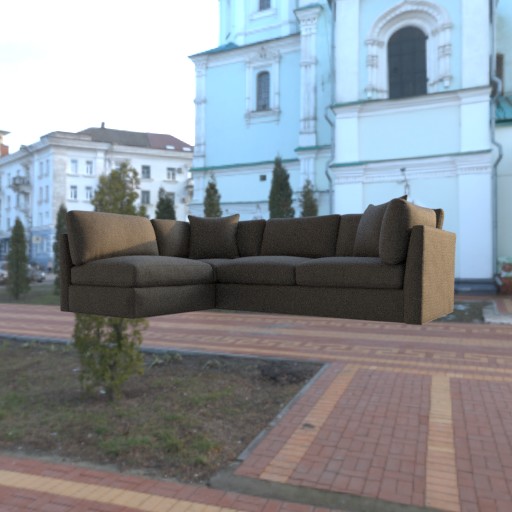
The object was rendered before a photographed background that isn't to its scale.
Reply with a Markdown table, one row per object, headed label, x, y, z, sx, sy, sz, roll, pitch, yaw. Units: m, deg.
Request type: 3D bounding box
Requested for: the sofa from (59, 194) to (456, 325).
| label | x | y | z | sx | sy | sz | roll | pitch | yaw |
| --- | --- | --- | --- | --- | --- | --- | --- | --- | --- |
| sofa | 0.000 | 0.000 | 3.895 | 2.896 | 0.978 | 1.994 | -1 | -1 | 35 |
